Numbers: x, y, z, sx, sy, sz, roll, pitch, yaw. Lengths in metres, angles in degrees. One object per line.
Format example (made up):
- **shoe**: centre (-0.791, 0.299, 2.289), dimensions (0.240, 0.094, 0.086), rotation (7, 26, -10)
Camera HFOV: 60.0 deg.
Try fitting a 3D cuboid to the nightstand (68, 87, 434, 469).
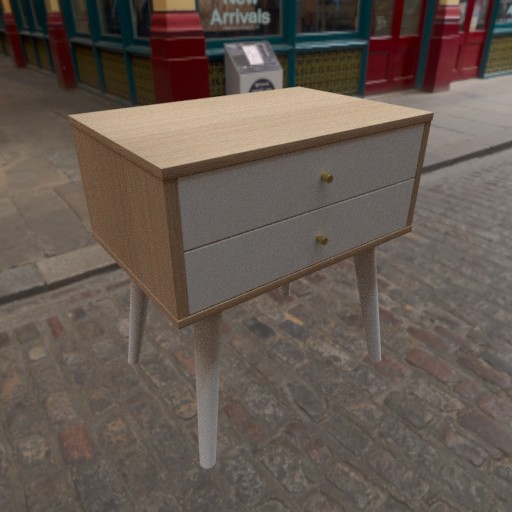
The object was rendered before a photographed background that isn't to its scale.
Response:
- **nightstand**: centre (0.000, 0.000, 0.981), dimensions (0.571, 0.610, 0.407), rotation (-20, 35, -31)
